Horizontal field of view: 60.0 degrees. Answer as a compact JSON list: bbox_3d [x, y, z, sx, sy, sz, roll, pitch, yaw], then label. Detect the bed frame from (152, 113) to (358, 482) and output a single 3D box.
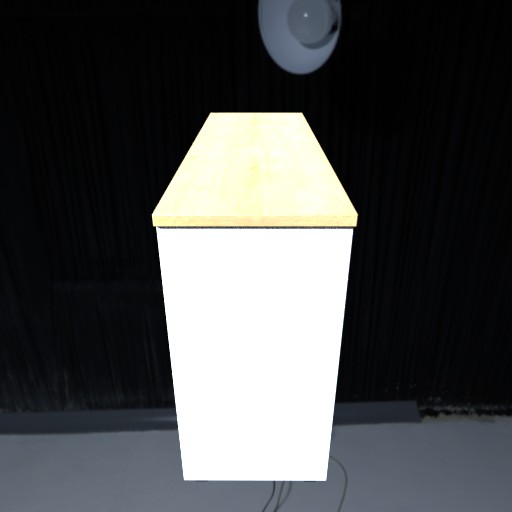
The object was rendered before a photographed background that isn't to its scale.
[{"bbox_3d":[0.000,0.000,1.695,0.430,0.850,1.300,0,27,0],"label":"bed frame"}]
